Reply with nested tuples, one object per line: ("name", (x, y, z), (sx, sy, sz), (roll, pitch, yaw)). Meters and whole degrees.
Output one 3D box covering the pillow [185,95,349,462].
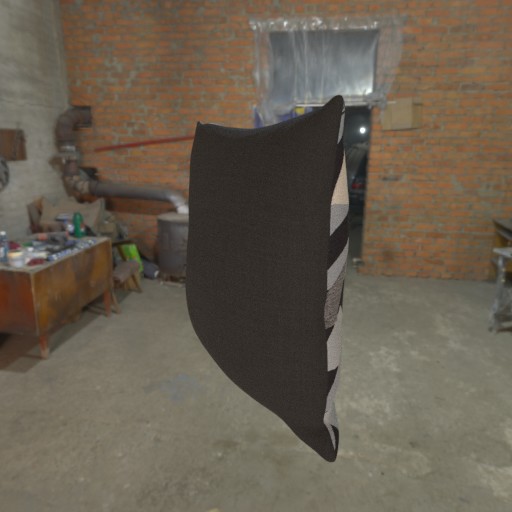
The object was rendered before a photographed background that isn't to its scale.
("pillow", (0.000, 0.000, 0.785), (0.208, 0.496, 0.503), (-7, 16, -26))
